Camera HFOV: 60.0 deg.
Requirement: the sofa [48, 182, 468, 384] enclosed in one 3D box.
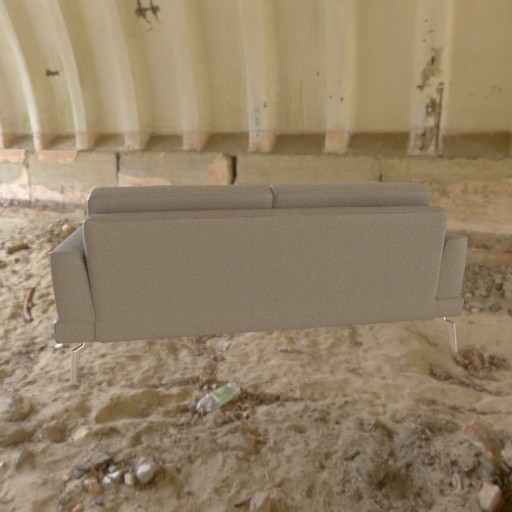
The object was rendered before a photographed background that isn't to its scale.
[{"bbox_3d":[0.000,0.000,2.710,2.177,0.930,1.121,-2,14,-10],"label":"sofa"}]
